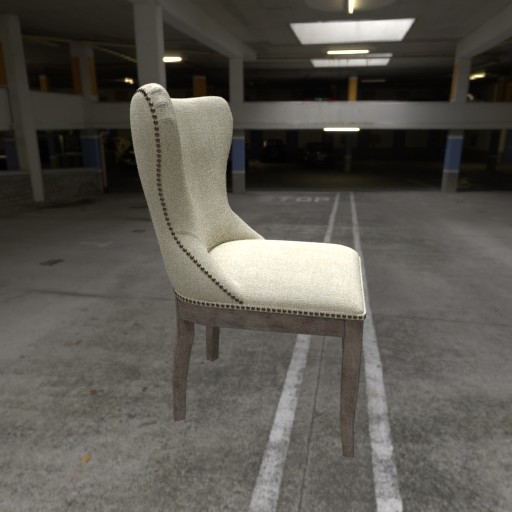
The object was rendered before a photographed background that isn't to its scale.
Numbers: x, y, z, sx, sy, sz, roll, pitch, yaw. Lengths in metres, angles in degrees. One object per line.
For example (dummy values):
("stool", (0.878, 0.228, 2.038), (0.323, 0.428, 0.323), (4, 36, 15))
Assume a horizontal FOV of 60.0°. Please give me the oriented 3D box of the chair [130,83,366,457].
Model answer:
("chair", (0.000, 0.000, 1.428), (0.681, 1.002, 0.654), (3, 17, 11))
